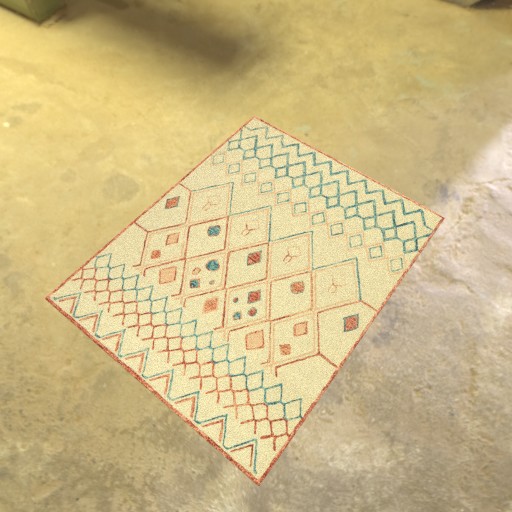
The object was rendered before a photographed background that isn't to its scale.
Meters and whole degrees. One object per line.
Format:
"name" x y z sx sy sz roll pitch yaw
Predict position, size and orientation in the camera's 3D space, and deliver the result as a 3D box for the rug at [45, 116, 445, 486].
"rug" 0.000 0.000 4.220 2.441 0.016 3.050 34 64 19
